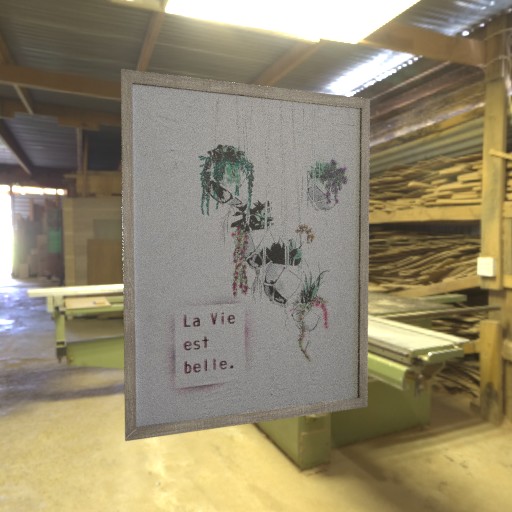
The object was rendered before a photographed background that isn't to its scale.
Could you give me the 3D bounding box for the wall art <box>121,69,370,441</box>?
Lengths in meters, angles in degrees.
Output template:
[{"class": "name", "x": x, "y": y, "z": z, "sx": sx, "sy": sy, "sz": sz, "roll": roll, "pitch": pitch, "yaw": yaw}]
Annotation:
[{"class": "wall art", "x": 0.000, "y": 0.000, "z": 1.357, "sx": 0.781, "sy": 1.022, "sz": 0.035, "roll": -1, "pitch": 2, "yaw": -19}]
